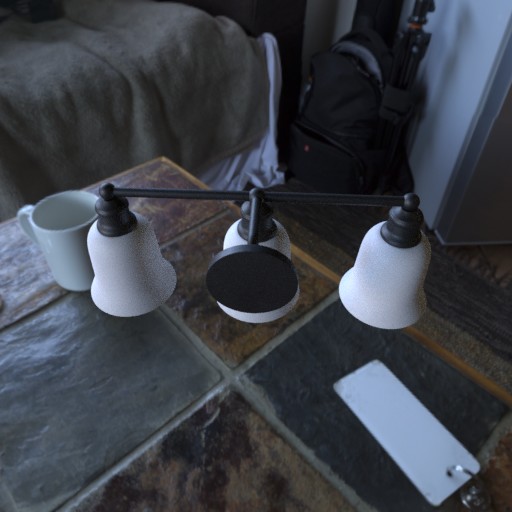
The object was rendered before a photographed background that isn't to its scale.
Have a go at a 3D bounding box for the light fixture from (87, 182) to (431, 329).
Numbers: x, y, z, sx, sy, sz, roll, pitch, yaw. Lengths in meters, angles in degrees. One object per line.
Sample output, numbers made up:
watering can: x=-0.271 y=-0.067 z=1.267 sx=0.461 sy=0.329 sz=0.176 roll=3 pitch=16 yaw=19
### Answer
light fixture: x=0.000 y=0.000 z=0.666 sx=0.570 sy=0.211 sz=0.198 roll=2 pitch=45 yaw=2
